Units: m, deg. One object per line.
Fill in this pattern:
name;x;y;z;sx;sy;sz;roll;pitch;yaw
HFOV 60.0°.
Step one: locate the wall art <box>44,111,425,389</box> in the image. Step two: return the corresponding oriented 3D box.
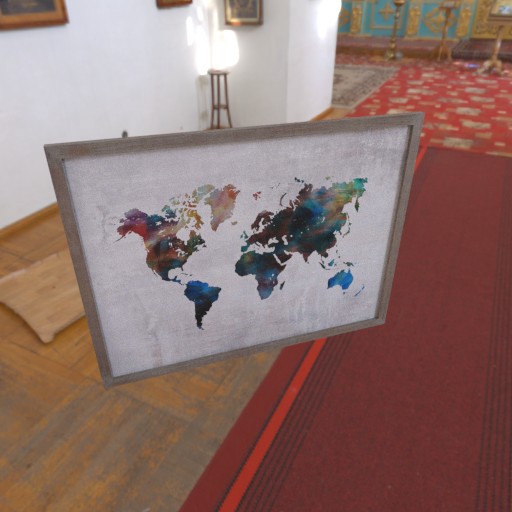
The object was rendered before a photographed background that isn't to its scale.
wall art;0.000;0.000;1.339;1.012;0.774;0.019;-10;32;-16
